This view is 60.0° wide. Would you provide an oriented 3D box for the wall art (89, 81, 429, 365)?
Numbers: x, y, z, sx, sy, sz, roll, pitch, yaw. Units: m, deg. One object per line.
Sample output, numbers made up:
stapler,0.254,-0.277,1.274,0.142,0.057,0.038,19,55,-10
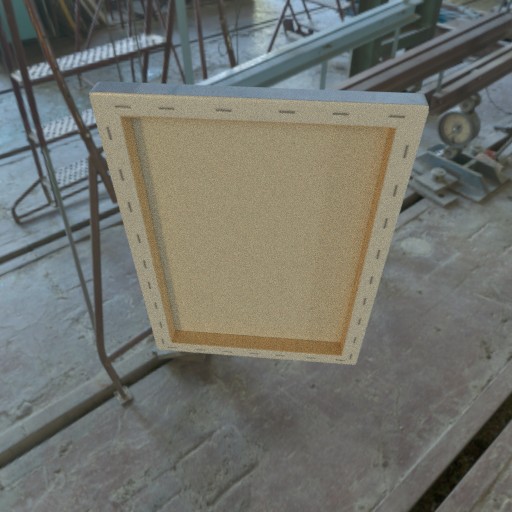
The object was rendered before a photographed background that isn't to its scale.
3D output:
wall art,0.000,0.000,0.811,0.455,0.613,0.037,4,44,4
